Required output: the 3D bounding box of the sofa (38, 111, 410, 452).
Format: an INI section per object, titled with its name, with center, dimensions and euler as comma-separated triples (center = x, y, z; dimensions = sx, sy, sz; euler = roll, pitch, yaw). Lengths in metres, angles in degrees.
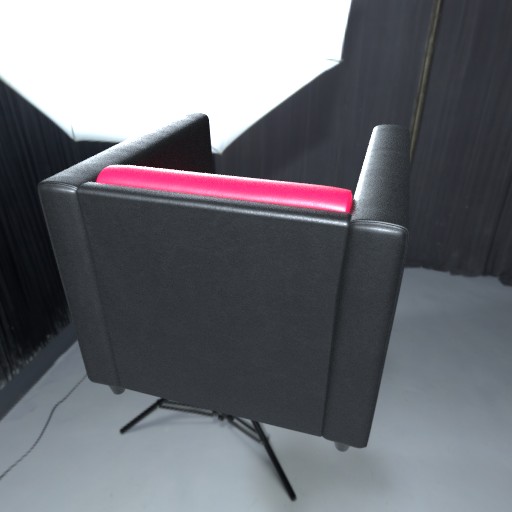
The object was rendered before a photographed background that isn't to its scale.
[sofa]
center = 0.000, 0.000, 1.416
dimensions = 0.839, 0.724, 0.809
euler = 9, 31, 15
